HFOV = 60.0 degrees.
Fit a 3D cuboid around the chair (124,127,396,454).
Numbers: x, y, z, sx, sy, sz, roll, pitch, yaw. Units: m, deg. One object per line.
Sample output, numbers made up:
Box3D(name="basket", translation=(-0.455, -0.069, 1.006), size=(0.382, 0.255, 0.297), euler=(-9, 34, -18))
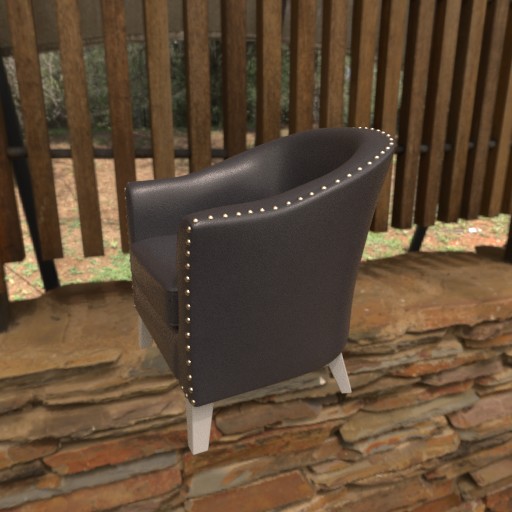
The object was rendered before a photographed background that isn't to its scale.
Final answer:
Box3D(name="chair", translation=(0.000, 0.000, 1.468), size=(0.748, 0.823, 0.794), euler=(-7, 17, -25))
